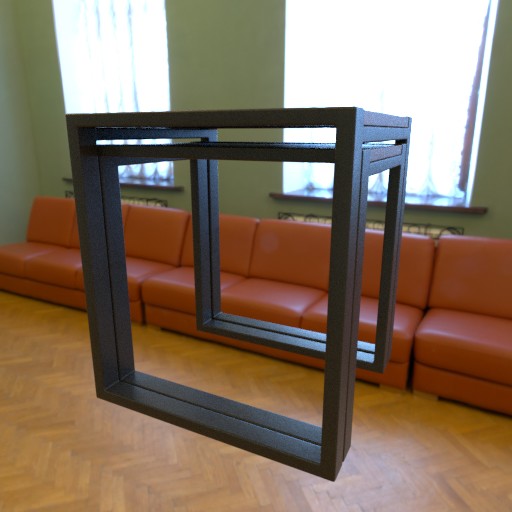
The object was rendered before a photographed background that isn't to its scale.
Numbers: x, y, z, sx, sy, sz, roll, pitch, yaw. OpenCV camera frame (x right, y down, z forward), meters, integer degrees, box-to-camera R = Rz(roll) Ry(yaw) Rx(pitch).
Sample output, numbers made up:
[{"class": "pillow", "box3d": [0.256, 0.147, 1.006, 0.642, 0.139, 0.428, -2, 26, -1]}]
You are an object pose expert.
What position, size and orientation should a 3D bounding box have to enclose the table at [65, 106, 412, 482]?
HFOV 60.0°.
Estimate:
[{"class": "table", "box3d": [0.000, 0.000, 0.908, 0.500, 0.550, 0.449, 8, 17, 26]}]
